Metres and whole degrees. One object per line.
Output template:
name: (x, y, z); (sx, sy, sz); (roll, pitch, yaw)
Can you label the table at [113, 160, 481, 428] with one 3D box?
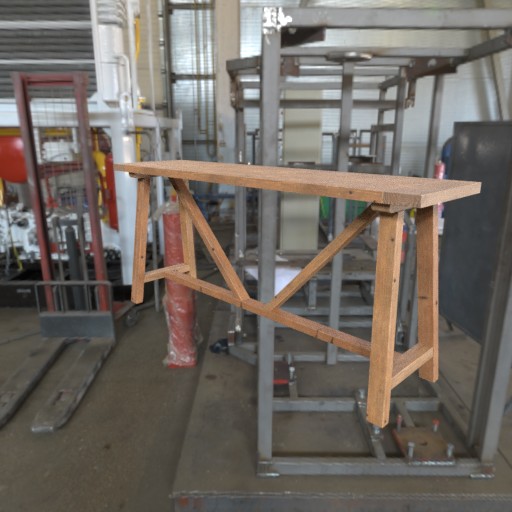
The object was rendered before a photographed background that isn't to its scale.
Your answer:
table: (0.000, 0.000, 2.138); (0.465, 0.810, 1.800); (-15, 22, -43)
